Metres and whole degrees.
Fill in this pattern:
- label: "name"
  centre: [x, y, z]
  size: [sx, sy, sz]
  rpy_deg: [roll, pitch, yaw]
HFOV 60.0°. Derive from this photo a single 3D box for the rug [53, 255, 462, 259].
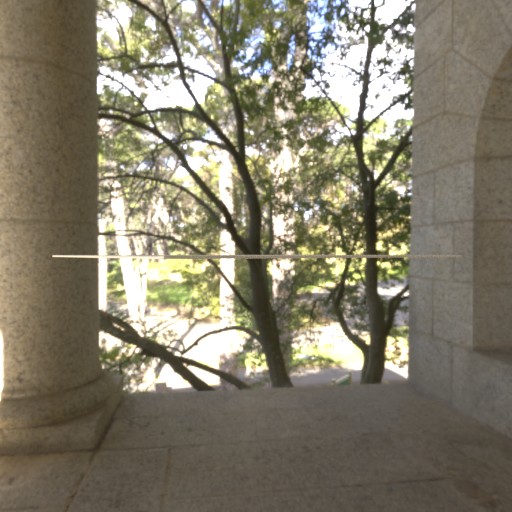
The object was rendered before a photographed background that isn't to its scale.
- label: "rug"
  centre: [0.000, 0.000, 4.183]
  size: [3.051, 0.020, 2.407]
  rpy_deg: [0, 0, -37]
